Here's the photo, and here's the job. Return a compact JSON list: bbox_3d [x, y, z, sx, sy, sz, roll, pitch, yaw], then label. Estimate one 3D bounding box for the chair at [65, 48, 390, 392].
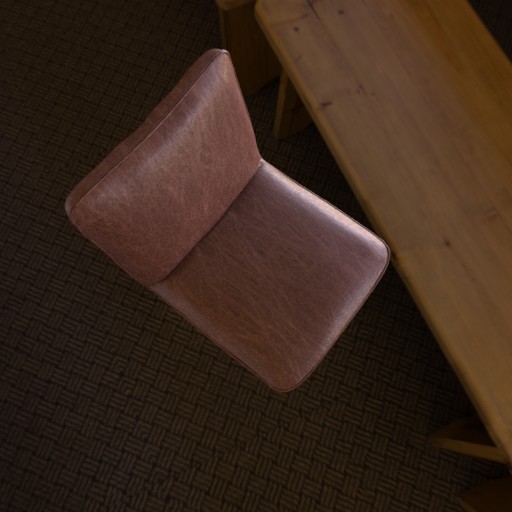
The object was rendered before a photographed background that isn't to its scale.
[{"bbox_3d":[0.000,0.000,1.231,0.645,0.803,0.543,33,78,8],"label":"chair"}]
